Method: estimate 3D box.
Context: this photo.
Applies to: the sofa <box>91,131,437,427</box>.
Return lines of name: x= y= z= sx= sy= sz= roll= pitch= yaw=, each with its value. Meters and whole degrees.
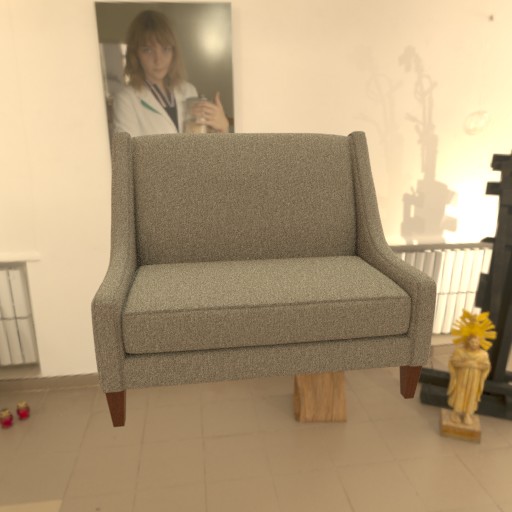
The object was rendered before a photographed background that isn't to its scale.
sofa: x=0.000 y=0.000 z=1.915 sx=1.242 sy=1.026 sz=0.862 roll=-3 pitch=17 yaw=-8
